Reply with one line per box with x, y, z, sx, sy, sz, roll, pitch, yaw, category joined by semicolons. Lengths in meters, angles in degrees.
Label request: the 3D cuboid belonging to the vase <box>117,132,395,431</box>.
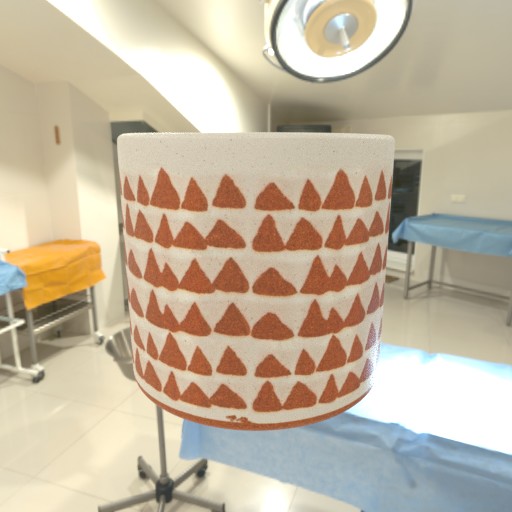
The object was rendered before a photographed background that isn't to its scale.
0.000;0.000;0.242;0.137;0.127;0.137;0;14;0;vase
